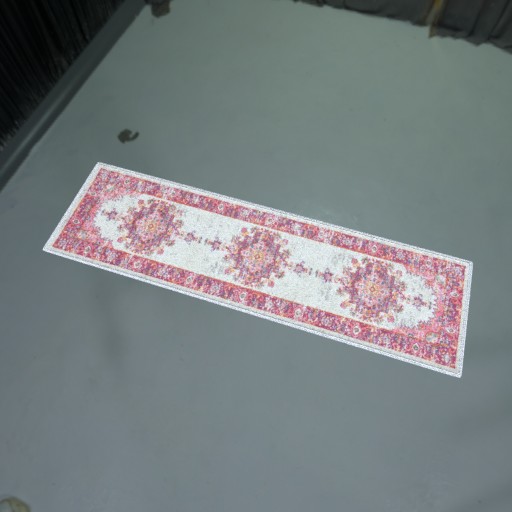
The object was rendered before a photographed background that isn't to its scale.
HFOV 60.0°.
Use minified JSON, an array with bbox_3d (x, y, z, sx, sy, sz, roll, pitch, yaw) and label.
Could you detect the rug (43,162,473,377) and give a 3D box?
[{"bbox_3d":[0.000,0.000,2.454,2.294,0.011,0.666,16,63,8],"label":"rug"}]
